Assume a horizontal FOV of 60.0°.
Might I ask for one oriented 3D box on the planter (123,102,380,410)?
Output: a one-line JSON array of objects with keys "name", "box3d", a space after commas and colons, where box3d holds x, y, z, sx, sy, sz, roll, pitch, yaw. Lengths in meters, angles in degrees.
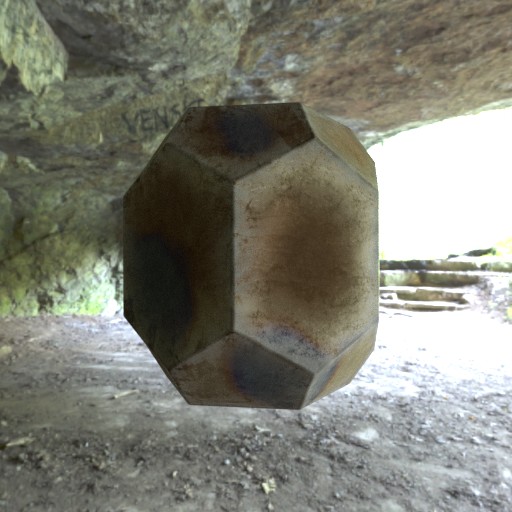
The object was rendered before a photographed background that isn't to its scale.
[{"name": "planter", "box3d": [0.000, 0.000, 0.421, 0.243, 0.238, 0.221, 0, 0, 37]}]
